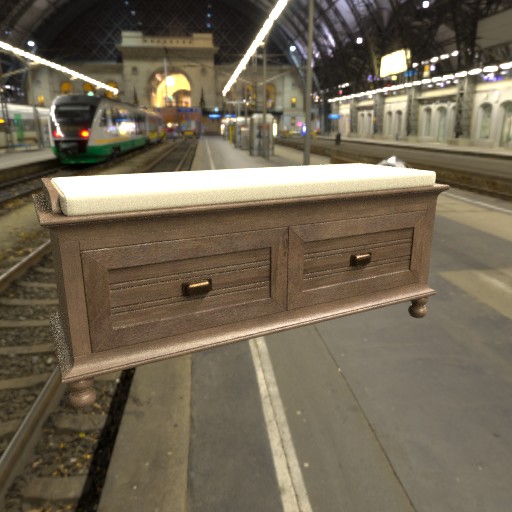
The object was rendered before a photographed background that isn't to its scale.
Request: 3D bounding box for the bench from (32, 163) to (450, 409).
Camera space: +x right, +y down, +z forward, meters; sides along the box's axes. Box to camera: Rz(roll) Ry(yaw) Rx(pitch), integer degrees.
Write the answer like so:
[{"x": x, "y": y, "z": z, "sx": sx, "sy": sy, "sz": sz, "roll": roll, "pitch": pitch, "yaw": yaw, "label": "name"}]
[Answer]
[{"x": 0.000, "y": 0.000, "z": 1.371, "sx": 1.185, "sy": 0.501, "sz": 0.402, "roll": -8, "pitch": 18, "yaw": -27, "label": "bench"}]
